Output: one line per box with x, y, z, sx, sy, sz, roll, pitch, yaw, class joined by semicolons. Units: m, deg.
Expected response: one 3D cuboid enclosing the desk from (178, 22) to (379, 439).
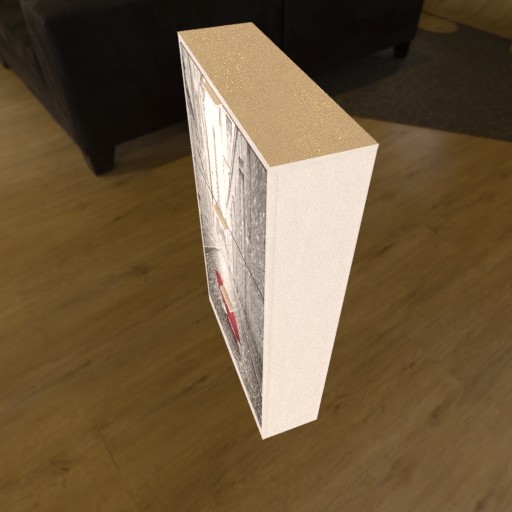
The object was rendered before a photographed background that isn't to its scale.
0.000;0.000;1.566;0.250;1.280;0.750;-15;48;-14;desk
